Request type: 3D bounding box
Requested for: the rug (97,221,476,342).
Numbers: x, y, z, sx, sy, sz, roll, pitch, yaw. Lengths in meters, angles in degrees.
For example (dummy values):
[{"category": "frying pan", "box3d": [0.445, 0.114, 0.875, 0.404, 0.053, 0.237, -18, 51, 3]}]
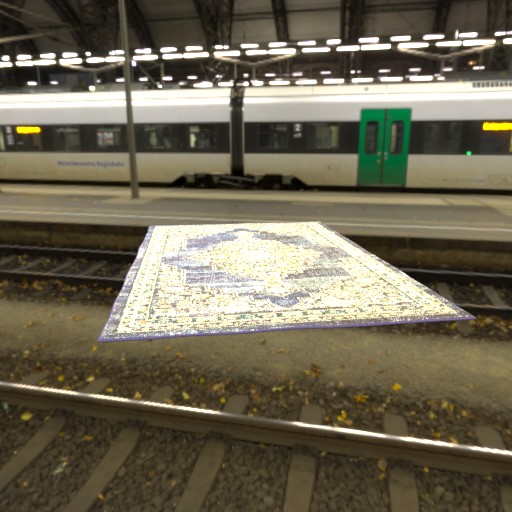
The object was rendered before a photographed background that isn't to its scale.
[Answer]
[{"category": "rug", "box3d": [0.000, 0.000, 2.196, 1.184, 0.012, 1.781, -2, 15, -8]}]
